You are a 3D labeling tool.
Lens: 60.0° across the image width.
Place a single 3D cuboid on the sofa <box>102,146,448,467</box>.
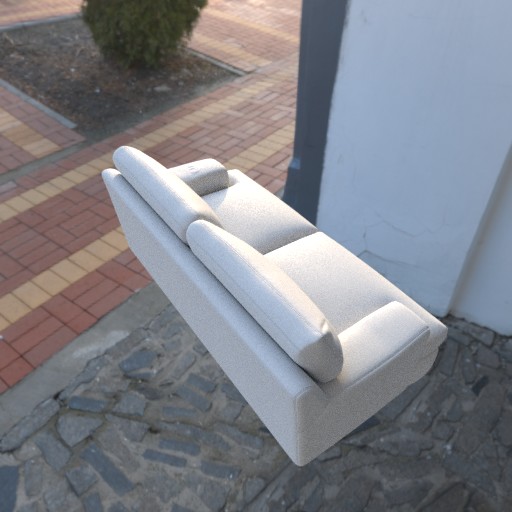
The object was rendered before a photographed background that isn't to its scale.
[{"bbox_3d":[0.000,0.000,2.857,1.143,0.940,2.261,-25,47,-26],"label":"sofa"}]
